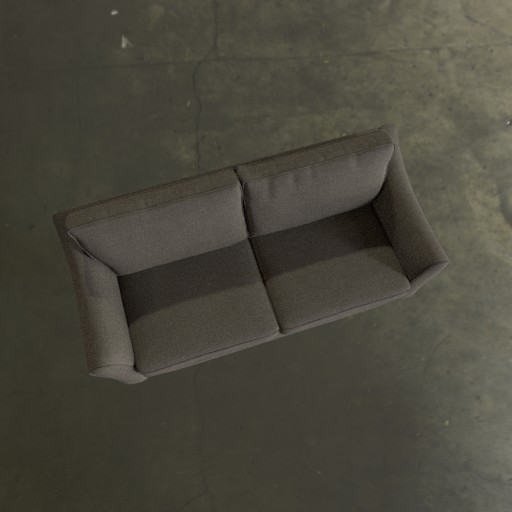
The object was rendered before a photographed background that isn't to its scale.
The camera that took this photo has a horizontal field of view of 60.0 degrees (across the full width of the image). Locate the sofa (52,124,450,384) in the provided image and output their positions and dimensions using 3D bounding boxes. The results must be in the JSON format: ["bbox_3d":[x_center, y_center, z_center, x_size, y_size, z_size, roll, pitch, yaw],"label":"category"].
[{"bbox_3d":[0.000,0.000,2.799,2.203,0.976,1.013,-16,67,-7],"label":"sofa"}]
